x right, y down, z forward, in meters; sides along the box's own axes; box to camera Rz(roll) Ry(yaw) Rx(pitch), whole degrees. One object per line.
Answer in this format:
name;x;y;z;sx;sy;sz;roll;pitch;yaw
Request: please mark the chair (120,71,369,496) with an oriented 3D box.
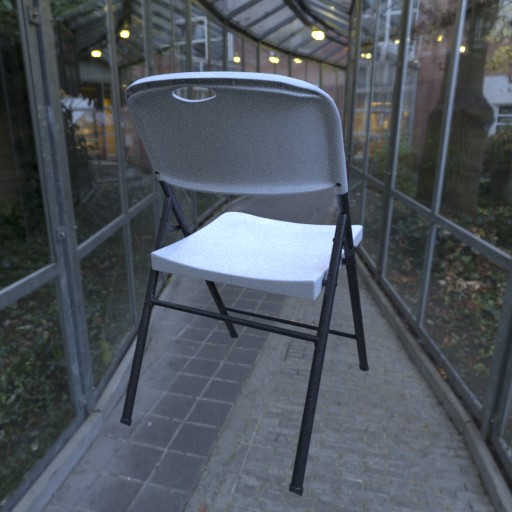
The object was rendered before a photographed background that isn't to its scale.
chair;0.000;0.000;1.115;0.494;0.810;0.566;9;19;27
